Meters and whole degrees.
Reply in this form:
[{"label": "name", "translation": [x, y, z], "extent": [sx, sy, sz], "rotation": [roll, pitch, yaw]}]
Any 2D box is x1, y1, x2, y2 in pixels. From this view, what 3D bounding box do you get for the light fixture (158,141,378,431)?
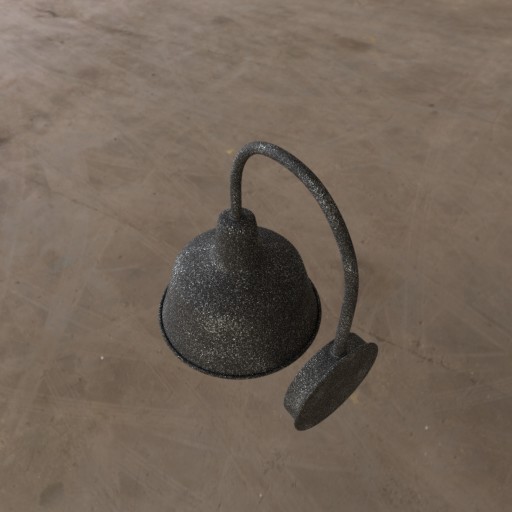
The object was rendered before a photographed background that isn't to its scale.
[{"label": "light fixture", "translation": [0.000, 0.000, 0.485], "extent": [0.216, 0.300, 0.283], "rotation": [-30, 53, -26]}]
